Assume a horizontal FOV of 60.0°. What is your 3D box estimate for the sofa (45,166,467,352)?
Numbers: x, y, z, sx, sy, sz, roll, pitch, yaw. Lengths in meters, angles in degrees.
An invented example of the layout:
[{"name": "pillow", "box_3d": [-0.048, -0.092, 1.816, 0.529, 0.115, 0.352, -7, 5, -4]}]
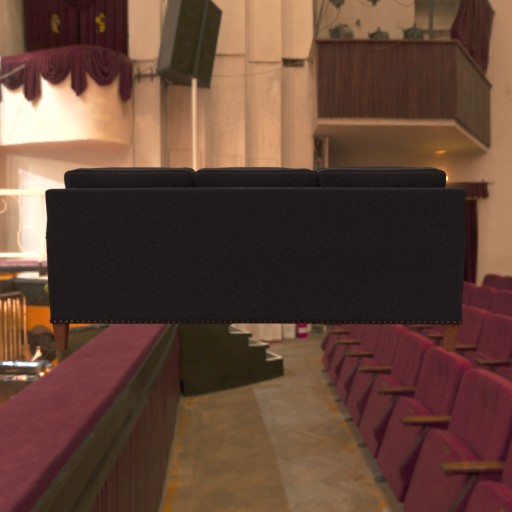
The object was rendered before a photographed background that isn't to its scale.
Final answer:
[{"name": "sofa", "box_3d": [0.000, 0.000, 2.800, 2.246, 1.003, 1.084, 0, 2, 1]}]
